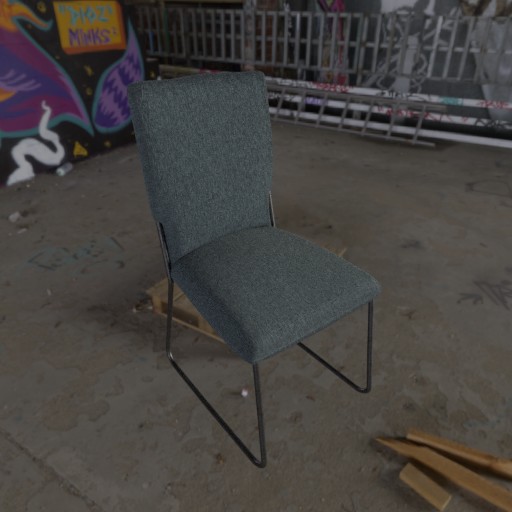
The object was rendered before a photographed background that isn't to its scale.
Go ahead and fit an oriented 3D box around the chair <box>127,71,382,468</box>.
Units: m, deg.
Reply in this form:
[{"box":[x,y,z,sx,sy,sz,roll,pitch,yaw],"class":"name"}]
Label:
[{"box":[0.000,0.000,1.294,0.480,0.931,0.635,-21,36,-32],"class":"chair"}]
